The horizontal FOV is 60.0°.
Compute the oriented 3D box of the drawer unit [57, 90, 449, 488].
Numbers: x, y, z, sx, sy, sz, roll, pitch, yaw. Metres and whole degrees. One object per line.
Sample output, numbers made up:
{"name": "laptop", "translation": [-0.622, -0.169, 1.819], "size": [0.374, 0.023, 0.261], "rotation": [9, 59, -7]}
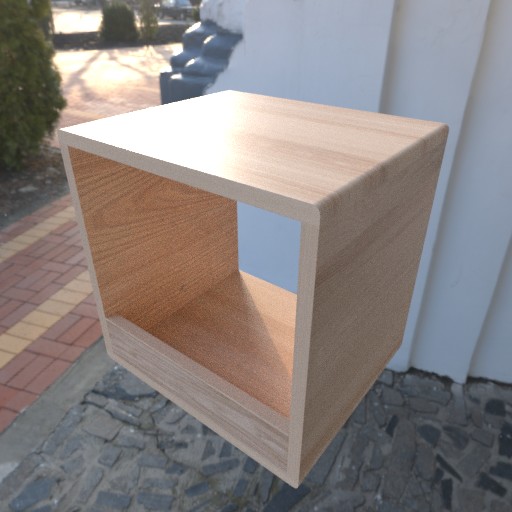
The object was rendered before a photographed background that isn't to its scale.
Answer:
{"name": "drawer unit", "translation": [0.000, 0.000, 0.593], "size": [0.344, 0.344, 0.290], "rotation": [22, 37, 32]}
